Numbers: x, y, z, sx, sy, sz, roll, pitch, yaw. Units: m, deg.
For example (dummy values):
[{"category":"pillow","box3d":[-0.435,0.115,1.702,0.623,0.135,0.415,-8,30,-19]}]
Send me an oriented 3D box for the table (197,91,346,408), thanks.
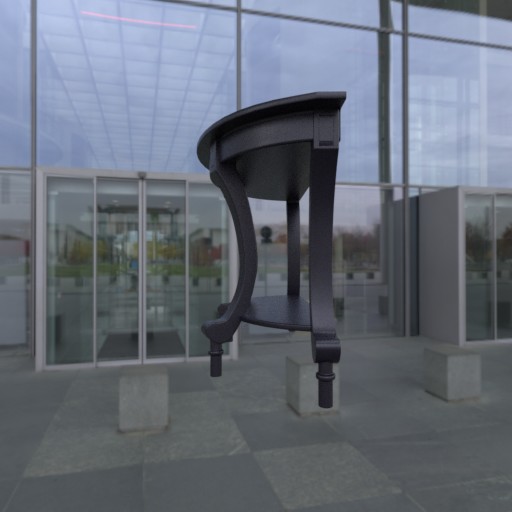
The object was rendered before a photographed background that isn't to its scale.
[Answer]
[{"category":"table","box3d":[0.000,0.000,1.538,0.394,0.692,1.198,0,0,1]}]
